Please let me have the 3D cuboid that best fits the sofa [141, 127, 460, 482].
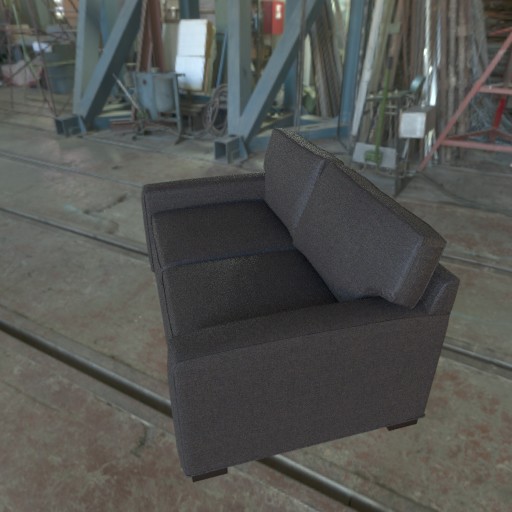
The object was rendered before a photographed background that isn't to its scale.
[{"bbox_3d":[0.000,0.000,2.096,0.974,0.887,1.534,-8,31,-14],"label":"sofa"}]
